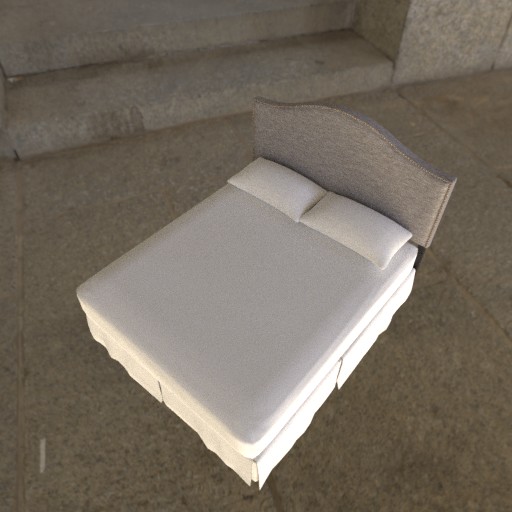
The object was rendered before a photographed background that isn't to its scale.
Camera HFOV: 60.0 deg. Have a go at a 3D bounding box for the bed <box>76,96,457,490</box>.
[{"bbox_3d":[0.000,0.000,2.853,1.610,1.295,1.870,32,54,27],"label":"bed"}]
